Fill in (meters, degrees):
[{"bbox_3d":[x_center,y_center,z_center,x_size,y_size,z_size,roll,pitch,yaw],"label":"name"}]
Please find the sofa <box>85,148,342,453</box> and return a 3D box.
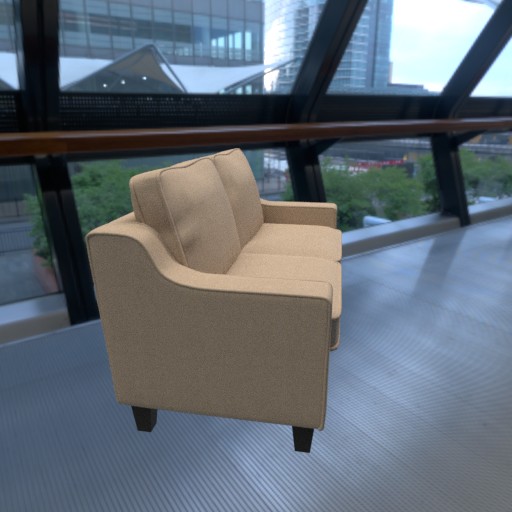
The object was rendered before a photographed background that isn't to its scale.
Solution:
[{"bbox_3d":[0.000,0.000,3.542,1.351,1.562,2.587,3,17,10],"label":"sofa"}]
